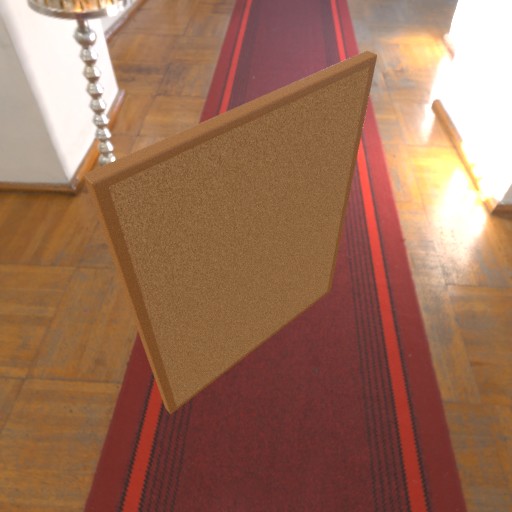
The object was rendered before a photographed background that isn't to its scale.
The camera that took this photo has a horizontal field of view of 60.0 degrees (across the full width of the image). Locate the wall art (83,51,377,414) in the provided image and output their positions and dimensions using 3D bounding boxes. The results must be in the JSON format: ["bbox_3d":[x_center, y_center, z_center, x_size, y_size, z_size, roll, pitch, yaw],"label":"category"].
[{"bbox_3d":[0.000,0.000,0.749,0.452,0.553,0.022,-33,55,-27],"label":"wall art"}]
